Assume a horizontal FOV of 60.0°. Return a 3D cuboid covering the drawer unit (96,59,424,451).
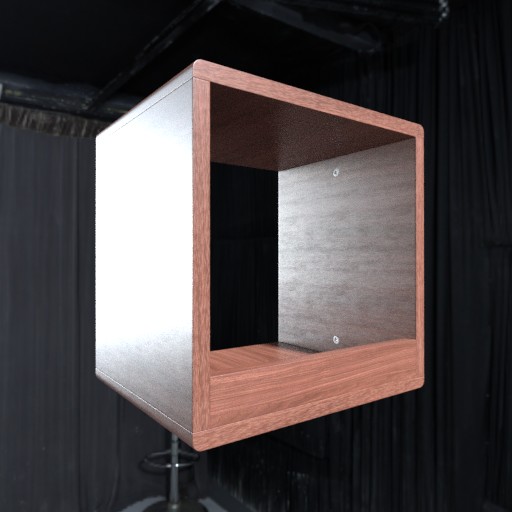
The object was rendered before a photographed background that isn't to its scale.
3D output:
[{"bbox_3d":[0.000,0.000,0.612,0.349,0.351,0.290,0,0,-36],"label":"drawer unit"}]
